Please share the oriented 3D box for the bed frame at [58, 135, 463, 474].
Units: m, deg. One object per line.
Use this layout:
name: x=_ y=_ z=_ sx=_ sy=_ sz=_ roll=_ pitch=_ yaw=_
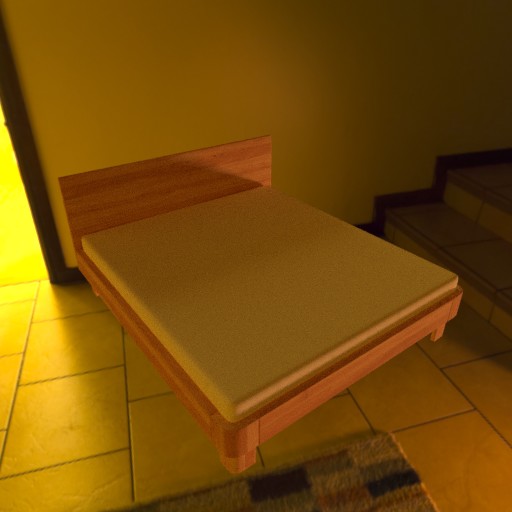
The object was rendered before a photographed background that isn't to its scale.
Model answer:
bed frame: x=0.000 y=0.000 z=3.066 sx=1.872 sy=0.940 sz=2.092 roll=-21 pitch=36 yaw=-31
